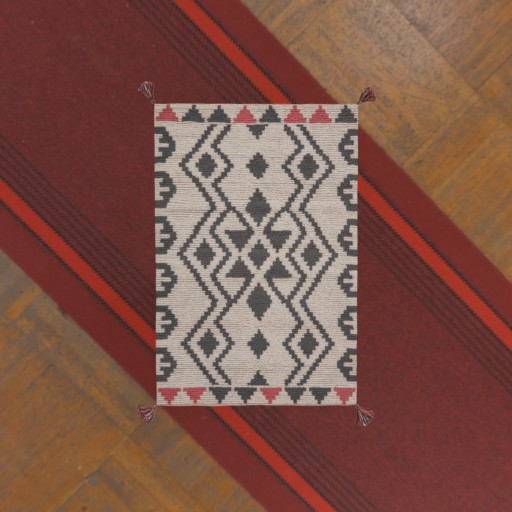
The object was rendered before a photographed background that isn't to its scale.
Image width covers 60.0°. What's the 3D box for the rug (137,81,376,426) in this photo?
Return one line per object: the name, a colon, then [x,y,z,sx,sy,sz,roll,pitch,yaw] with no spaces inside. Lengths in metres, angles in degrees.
rug: [0.000,0.000,2.662,1.444,0.067,2.069,0,92,-1]
